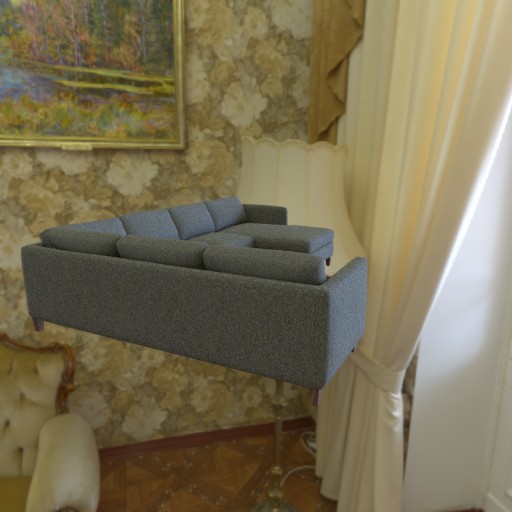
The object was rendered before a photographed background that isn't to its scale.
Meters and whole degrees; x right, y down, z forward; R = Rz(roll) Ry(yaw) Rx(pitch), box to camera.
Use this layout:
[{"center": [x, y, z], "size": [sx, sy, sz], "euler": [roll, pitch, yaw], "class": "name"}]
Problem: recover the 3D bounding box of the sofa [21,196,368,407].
[{"center": [0.000, 0.000, 4.340], "size": [2.551, 0.853, 3.238], "euler": [7, 15, 26], "class": "sofa"}]
